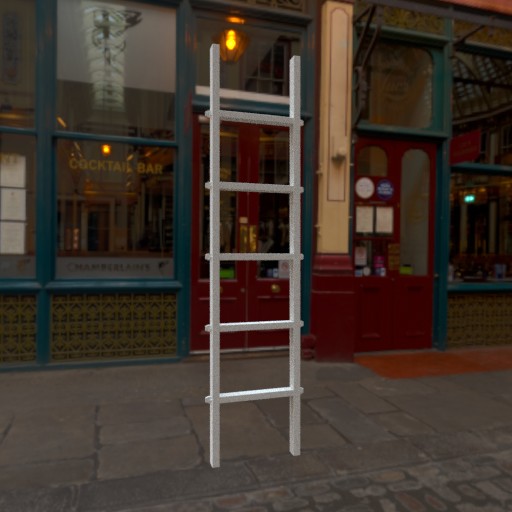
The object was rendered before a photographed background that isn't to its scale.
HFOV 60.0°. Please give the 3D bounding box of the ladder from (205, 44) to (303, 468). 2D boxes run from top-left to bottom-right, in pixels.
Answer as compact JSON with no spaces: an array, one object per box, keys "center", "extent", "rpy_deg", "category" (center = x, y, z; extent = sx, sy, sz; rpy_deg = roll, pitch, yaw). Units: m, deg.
[{"center":[0.000,0.000,1.962],"extent":[0.452,1.797,0.051],"rpy_deg":[0,0,-17],"category":"ladder"}]
